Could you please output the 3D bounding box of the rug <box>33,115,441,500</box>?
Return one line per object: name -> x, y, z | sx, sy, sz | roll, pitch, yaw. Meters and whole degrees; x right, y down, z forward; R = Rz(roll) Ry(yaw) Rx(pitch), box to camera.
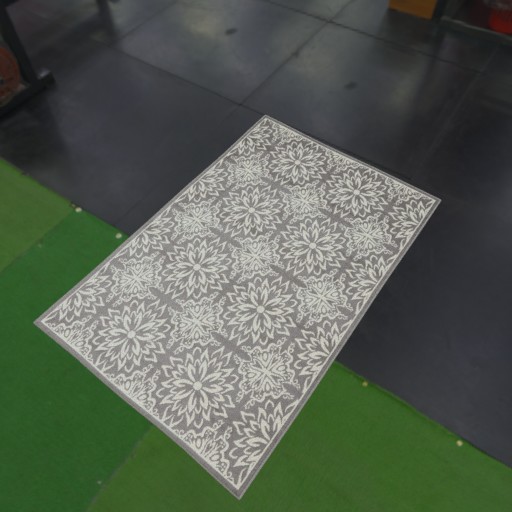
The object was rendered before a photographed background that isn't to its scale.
rug -> 0.000, 0.000, 2.278 | 1.224, 0.012, 1.847 | 32, 62, 19
